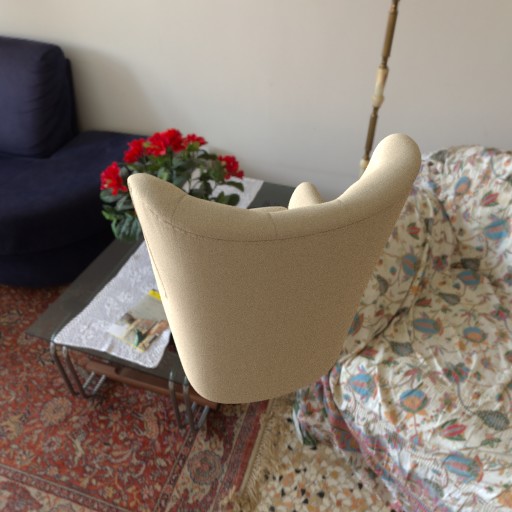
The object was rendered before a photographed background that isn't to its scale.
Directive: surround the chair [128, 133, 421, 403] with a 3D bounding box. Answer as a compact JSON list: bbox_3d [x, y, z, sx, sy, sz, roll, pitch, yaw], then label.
[{"bbox_3d":[0.000,0.000,1.719,0.831,1.079,0.929,-12,41,-14],"label":"chair"}]
